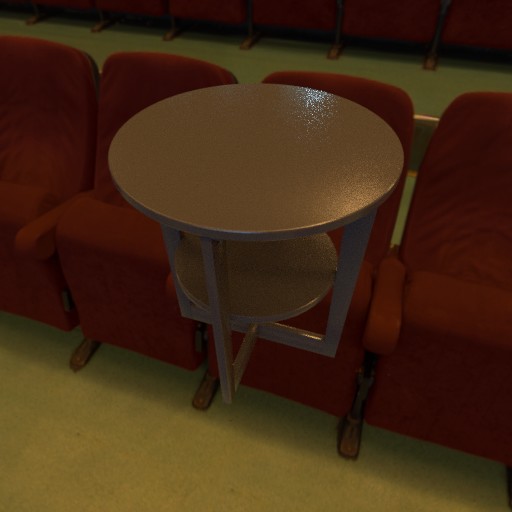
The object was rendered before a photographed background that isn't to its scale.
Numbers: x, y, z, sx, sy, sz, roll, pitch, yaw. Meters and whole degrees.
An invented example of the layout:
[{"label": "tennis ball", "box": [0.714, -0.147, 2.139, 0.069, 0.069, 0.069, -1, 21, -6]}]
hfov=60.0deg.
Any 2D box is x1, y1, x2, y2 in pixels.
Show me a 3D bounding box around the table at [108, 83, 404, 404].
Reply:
[{"label": "table", "box": [0.000, 0.000, 0.956, 0.500, 0.550, 0.500, 0, 43, 0]}]
